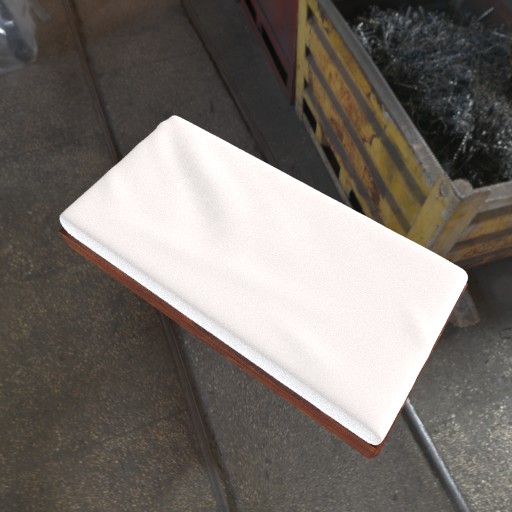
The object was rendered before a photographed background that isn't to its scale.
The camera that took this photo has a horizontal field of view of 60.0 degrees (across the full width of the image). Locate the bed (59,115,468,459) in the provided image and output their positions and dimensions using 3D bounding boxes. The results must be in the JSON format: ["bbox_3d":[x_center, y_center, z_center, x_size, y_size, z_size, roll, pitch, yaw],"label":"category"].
[{"bbox_3d":[0.000,0.000,2.230,1.860,0.312,0.940,32,65,17],"label":"bed"}]
